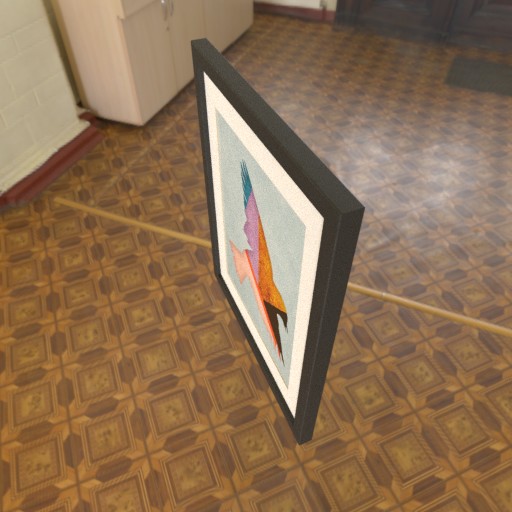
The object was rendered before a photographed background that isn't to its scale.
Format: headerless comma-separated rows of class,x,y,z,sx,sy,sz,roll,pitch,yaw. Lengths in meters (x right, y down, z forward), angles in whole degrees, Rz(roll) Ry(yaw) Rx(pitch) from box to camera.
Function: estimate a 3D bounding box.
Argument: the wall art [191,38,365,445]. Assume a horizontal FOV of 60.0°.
wall art,0.000,0.000,0.759,0.028,0.558,0.457,-17,49,-16
